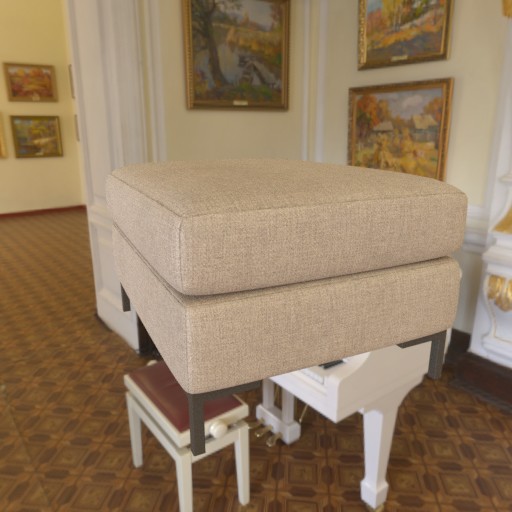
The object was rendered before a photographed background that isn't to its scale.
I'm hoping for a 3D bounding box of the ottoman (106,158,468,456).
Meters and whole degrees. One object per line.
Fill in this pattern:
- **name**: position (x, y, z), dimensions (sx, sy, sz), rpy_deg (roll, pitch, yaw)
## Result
- **ottoman**: position (0.000, 0.000, 1.201), dimensions (0.671, 0.490, 0.820), rpy_deg (-8, 18, -25)
